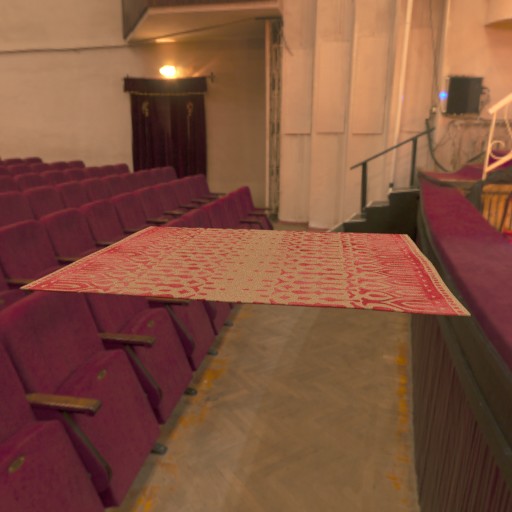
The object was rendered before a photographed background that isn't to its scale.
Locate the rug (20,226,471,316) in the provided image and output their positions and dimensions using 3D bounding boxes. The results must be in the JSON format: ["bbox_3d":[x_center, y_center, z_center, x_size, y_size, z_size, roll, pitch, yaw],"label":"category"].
[{"bbox_3d":[0.000,0.000,4.101,3.095,0.016,2.441,2,15,9],"label":"rug"}]
